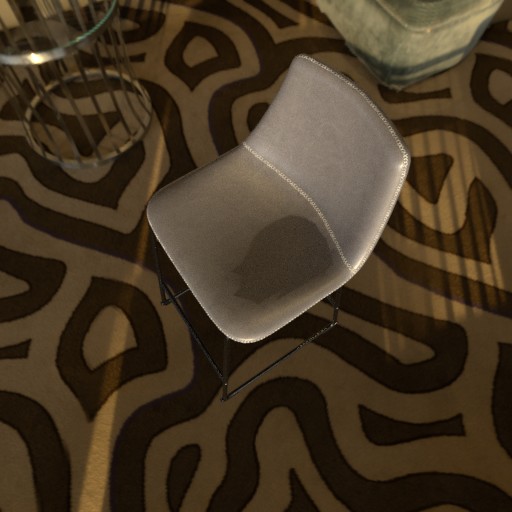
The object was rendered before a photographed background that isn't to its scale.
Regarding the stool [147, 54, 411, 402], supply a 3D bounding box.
[{"bbox_3d":[0.000,0.000,1.205,0.546,0.876,0.470,-31,68,-14],"label":"stool"}]
